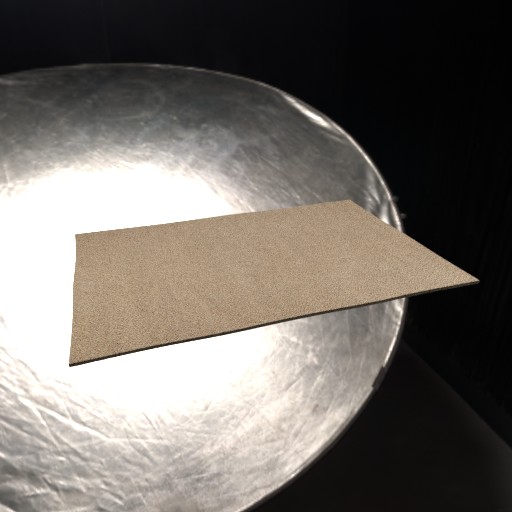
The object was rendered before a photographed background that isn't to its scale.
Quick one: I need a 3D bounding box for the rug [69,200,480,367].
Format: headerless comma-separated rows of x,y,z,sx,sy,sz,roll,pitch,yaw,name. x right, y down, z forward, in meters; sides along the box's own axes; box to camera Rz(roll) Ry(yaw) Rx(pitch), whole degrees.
0.000,0.000,3.476,2.699,0.025,1.800,-9,28,-17,rug
